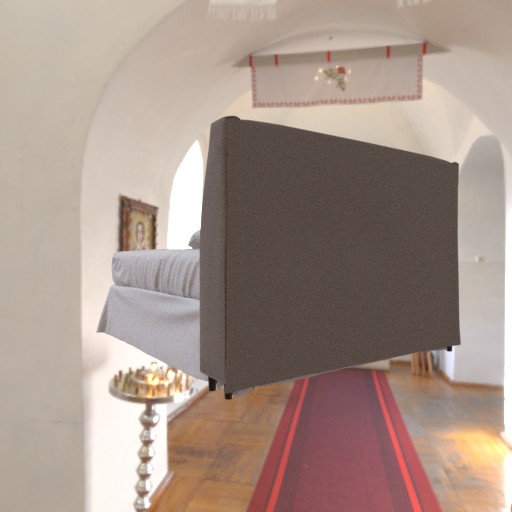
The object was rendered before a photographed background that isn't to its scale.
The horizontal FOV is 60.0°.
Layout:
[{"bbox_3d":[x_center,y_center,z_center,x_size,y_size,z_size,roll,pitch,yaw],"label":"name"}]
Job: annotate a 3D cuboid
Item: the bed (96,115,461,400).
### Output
[{"bbox_3d":[0.000,0.000,3.472,1.925,1.332,2.276,0,0,-35],"label":"bed"}]
